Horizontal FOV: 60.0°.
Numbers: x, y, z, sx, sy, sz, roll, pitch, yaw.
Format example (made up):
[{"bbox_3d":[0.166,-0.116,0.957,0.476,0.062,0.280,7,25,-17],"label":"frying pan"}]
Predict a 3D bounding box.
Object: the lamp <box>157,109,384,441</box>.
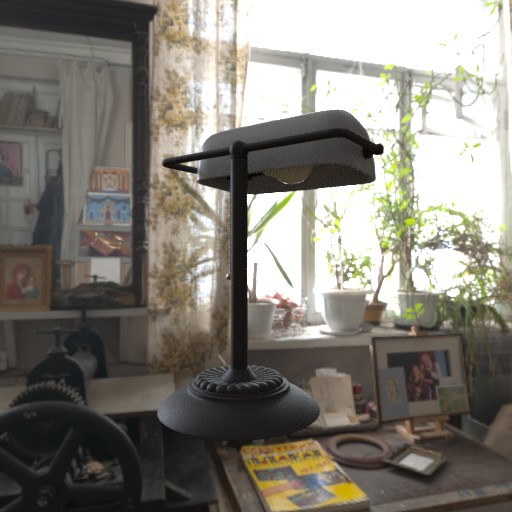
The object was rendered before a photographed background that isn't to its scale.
[{"bbox_3d":[0.000,0.000,0.521,0.264,0.339,0.243,0,0,36],"label":"lamp"}]
